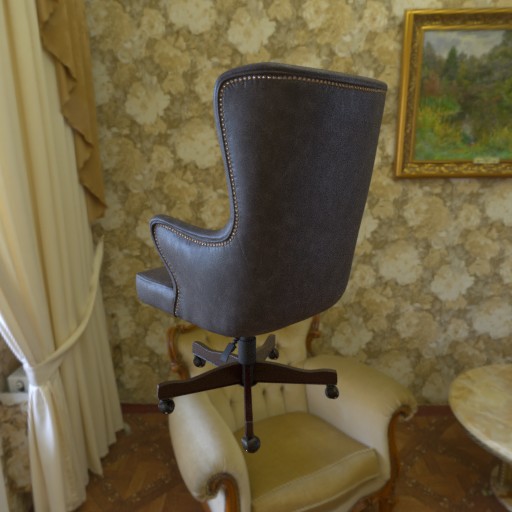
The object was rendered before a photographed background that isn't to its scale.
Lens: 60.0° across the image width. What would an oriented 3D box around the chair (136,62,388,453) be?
[{"bbox_3d":[0.000,0.000,1.426,0.594,1.037,0.717,-13,19,-43],"label":"chair"}]
